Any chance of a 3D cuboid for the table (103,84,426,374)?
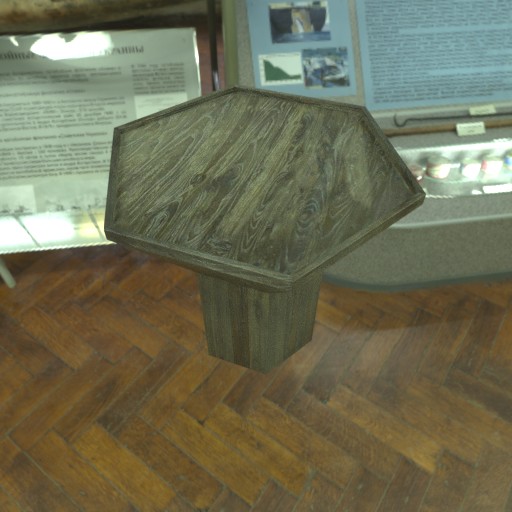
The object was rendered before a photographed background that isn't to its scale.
[{"bbox_3d":[0.000,0.000,1.127,0.683,0.586,0.592,-31,54,-26],"label":"table"}]
